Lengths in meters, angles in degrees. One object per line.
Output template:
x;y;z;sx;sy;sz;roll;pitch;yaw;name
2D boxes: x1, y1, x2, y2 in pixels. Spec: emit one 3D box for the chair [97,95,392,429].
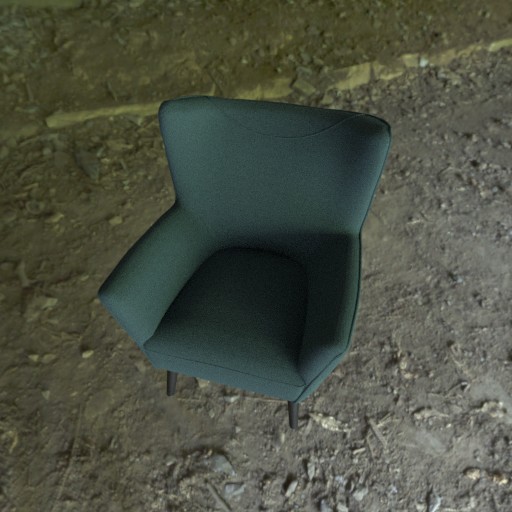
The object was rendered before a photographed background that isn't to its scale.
0.000;0.000;1.622;0.781;0.933;0.888;11;43;12;chair
